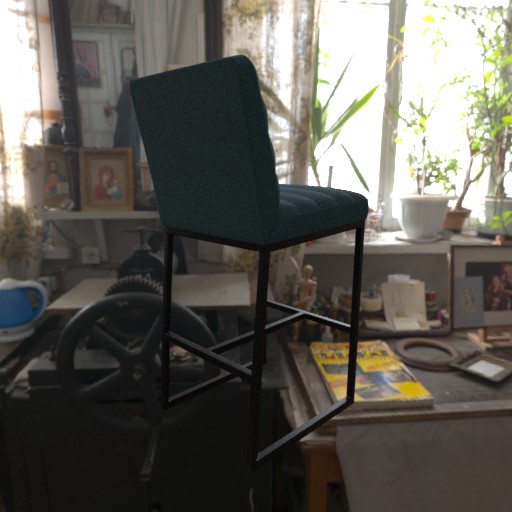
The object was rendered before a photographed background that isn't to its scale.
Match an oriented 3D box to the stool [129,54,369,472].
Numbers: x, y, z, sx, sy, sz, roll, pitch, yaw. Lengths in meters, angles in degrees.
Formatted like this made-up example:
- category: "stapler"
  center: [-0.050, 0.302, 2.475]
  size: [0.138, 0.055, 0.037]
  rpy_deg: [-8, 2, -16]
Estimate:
- category: "stool"
  center: [0.000, 0.000, 1.375]
  size: [0.560, 1.040, 0.460]
  rpy_deg: [-12, 18, -43]
